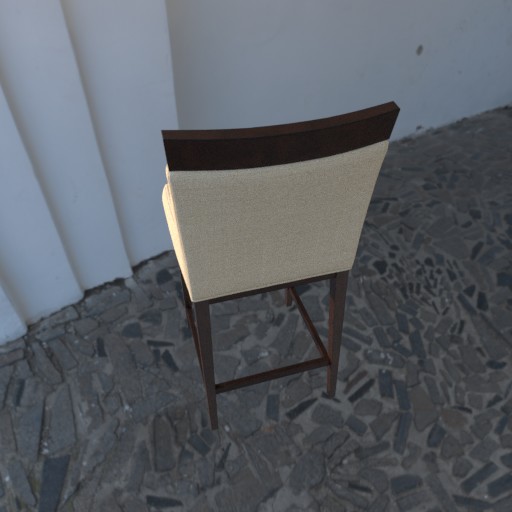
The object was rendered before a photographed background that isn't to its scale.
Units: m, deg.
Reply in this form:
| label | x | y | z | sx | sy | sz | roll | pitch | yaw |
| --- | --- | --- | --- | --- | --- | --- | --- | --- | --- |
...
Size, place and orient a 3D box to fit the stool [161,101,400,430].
| label | x | y | z | sx | sy | sz | roll | pitch | yaw |
| --- | --- | --- | --- | --- | --- | --- | --- | --- | --- |
| stool | 0.000 | 0.000 | 1.427 | 0.511 | 1.117 | 0.531 | -11 | 42 | -12 |
